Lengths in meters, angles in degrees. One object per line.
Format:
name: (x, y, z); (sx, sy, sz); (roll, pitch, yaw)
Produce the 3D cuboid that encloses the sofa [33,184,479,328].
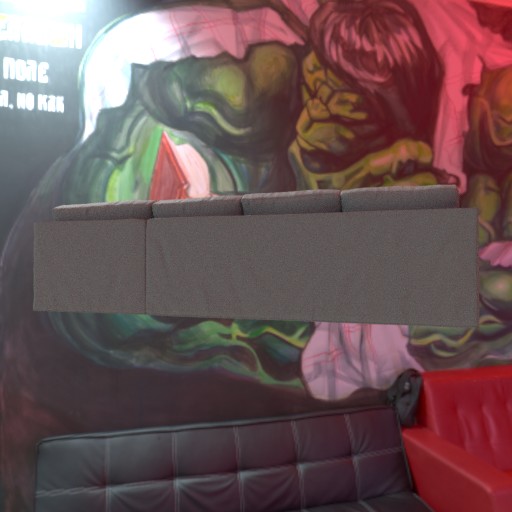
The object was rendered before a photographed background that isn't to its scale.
sofa: (0.000, 0.000, 3.754); (3.177, 0.867, 1.622); (0, -1, 18)
